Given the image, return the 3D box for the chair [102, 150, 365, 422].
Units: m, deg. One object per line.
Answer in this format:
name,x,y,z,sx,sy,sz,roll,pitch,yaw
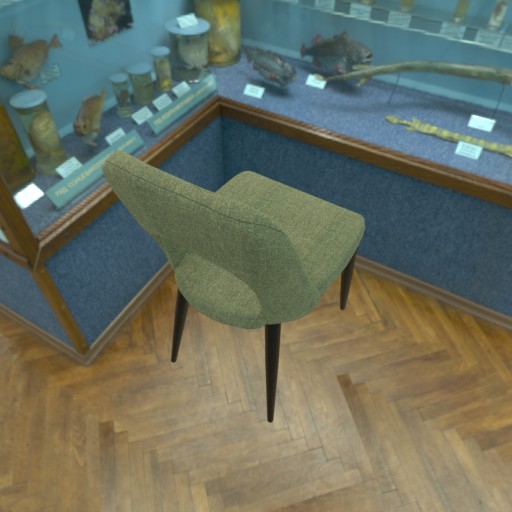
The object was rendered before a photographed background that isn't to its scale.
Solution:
chair,0.000,0.000,1.274,0.470,0.931,0.612,26,53,21
